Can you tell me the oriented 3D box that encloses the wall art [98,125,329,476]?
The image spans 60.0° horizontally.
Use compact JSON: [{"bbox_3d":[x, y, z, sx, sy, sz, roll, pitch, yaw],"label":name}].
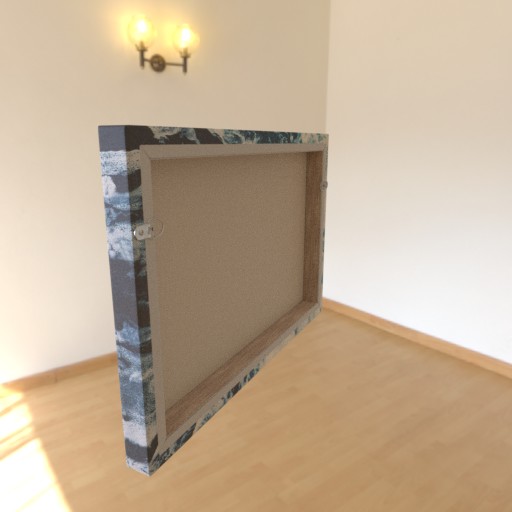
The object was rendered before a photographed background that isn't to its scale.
[{"bbox_3d":[0.000,0.000,0.749,0.043,0.407,0.609,8,16,27],"label":"wall art"}]
